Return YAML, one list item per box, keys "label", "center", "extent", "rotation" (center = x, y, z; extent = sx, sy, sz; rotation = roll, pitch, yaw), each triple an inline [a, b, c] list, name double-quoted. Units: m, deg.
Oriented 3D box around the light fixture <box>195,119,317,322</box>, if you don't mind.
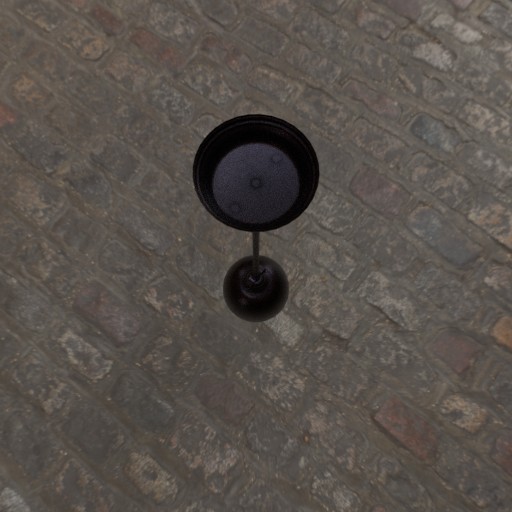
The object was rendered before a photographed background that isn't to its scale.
- label: "light fixture"
  center: [0.000, 0.000, 0.847]
  extent: [0.182, 0.768, 0.182]
  rotation: [37, 79, 8]
